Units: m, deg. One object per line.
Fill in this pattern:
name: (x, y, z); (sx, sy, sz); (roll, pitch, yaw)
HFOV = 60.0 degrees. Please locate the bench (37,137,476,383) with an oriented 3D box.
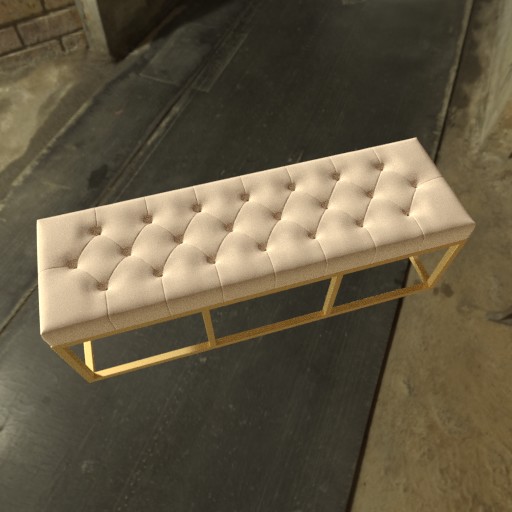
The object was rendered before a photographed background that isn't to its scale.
bench: (0.000, 0.000, 1.726); (1.473, 0.484, 0.457); (-14, 59, -9)
